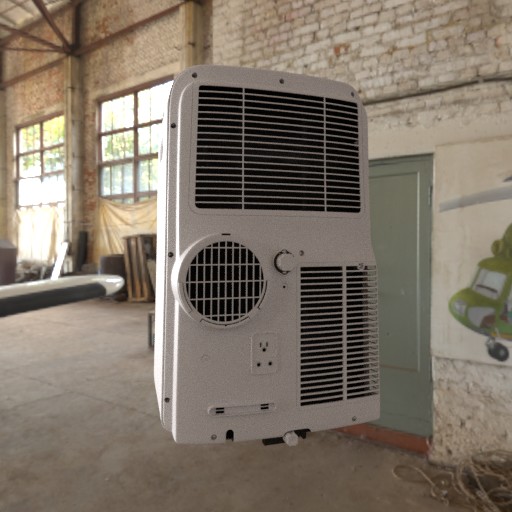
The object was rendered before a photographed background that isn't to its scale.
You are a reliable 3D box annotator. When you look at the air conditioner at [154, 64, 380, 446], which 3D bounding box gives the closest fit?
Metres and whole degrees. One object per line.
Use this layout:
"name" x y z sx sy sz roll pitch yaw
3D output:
"air conditioner" 0.000 0.000 1.072 0.478 0.765 0.467 0 1 -18
